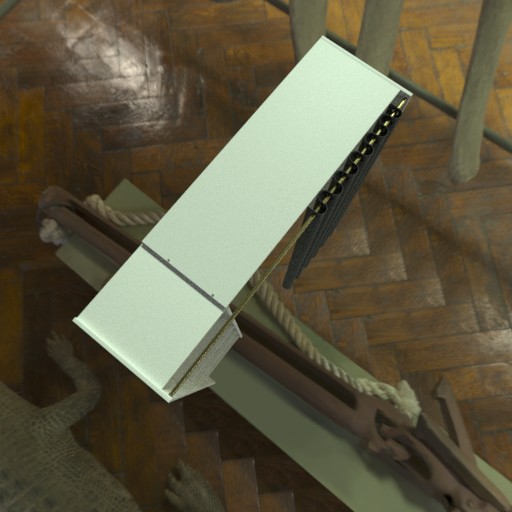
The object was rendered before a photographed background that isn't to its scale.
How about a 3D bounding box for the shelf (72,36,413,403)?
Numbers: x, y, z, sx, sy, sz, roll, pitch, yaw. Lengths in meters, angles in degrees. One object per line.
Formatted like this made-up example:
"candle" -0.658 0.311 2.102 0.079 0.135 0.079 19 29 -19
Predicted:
"shelf" 0.000 0.000 2.654 0.500 1.810 1.600 37 79 9
